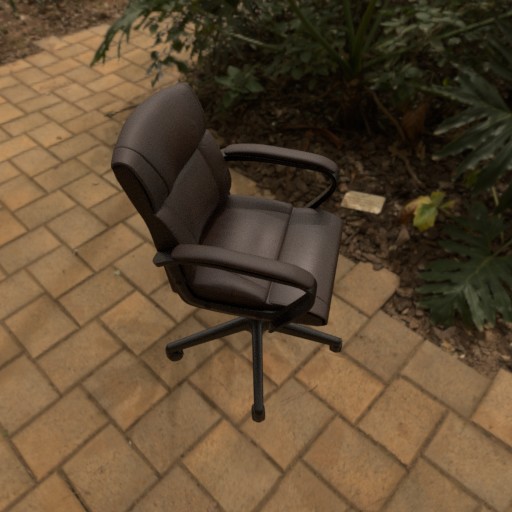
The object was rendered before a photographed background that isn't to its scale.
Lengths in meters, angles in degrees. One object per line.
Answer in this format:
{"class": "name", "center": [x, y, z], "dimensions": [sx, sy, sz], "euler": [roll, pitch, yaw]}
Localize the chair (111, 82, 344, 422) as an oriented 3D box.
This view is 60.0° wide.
{"class": "chair", "center": [0.000, 0.000, 1.518], "dimensions": [0.717, 1.004, 0.739], "euler": [11, 48, 10]}
